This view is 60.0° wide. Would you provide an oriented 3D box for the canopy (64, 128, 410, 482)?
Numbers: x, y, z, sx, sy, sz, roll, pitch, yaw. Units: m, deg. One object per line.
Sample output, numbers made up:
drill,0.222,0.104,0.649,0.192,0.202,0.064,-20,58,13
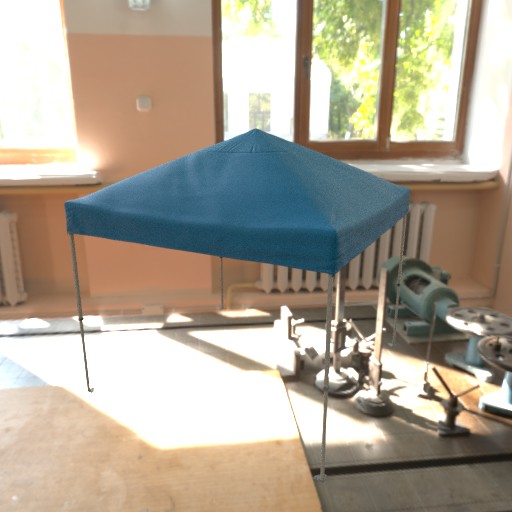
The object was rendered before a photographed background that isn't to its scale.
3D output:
canopy,0.000,0.000,5.414,2.996,2.997,2.998,8,18,27
